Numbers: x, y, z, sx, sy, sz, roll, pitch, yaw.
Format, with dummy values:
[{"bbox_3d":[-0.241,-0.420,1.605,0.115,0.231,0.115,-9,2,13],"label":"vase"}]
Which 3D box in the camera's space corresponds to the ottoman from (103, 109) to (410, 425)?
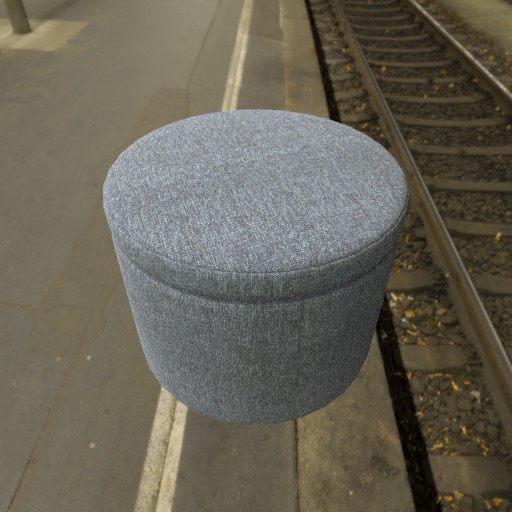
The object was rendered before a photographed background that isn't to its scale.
[{"bbox_3d":[0.000,0.000,0.862,0.500,0.419,0.500,0,41,0],"label":"ottoman"}]
